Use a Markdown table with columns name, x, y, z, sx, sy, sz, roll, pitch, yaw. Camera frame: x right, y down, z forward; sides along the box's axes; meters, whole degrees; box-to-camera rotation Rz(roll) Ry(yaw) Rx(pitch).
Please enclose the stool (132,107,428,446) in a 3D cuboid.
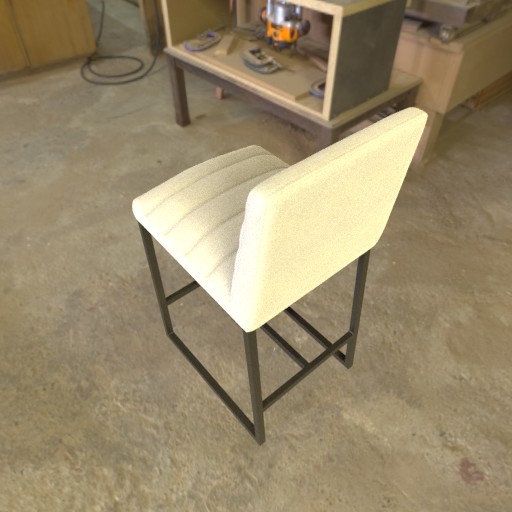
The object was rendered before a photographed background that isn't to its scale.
| name | x | y | z | sx | sy | sz | roll | pitch | yaw |
| --- | --- | --- | --- | --- | --- | --- | --- | --- | --- |
| stool | 0.000 | 0.000 | 1.267 | 0.459 | 0.971 | 0.567 | -31 | 53 | -27 |
